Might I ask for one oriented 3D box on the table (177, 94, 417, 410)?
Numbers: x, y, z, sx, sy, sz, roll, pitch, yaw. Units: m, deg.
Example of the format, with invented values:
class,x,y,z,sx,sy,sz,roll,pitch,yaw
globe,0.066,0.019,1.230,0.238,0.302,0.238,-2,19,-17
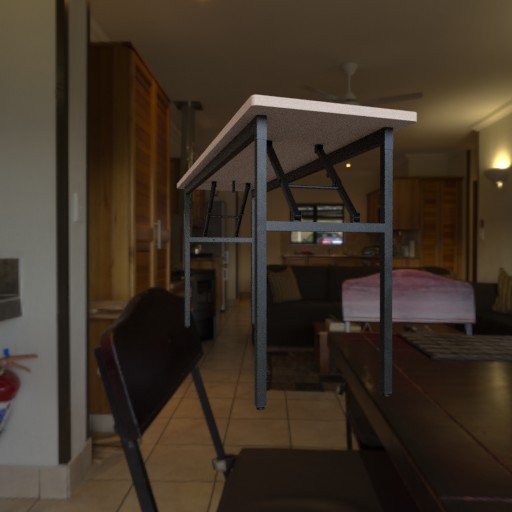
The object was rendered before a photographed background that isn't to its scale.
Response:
class,x,y,z,sx,sy,sz,roll,pitch,yaw
table,0.000,0.000,1.745,0.447,0.750,1.397,0,1,-17
